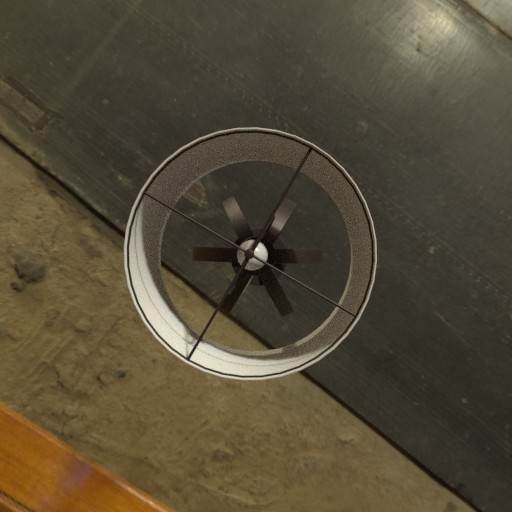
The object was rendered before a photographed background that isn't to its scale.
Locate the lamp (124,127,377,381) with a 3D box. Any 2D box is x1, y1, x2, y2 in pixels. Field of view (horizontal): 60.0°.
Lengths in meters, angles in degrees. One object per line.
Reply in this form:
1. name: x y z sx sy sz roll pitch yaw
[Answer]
1. lamp: 0.000 0.000 0.694 0.286 0.510 0.286 0 90 2
